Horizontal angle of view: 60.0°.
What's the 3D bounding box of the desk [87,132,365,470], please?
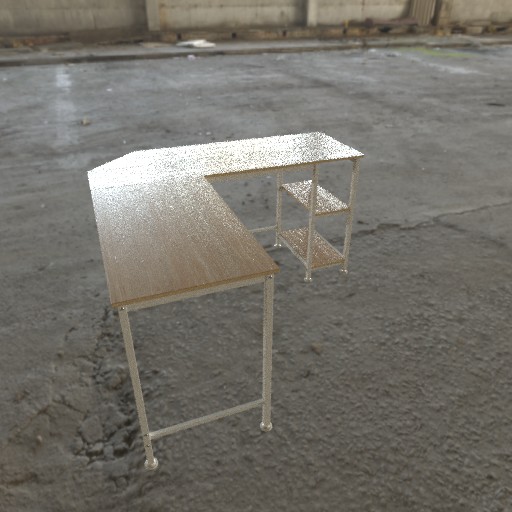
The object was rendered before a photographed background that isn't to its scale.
[{"bbox_3d":[0.000,0.000,2.156,1.379,0.739,1.379,-11,32,-18],"label":"desk"}]
